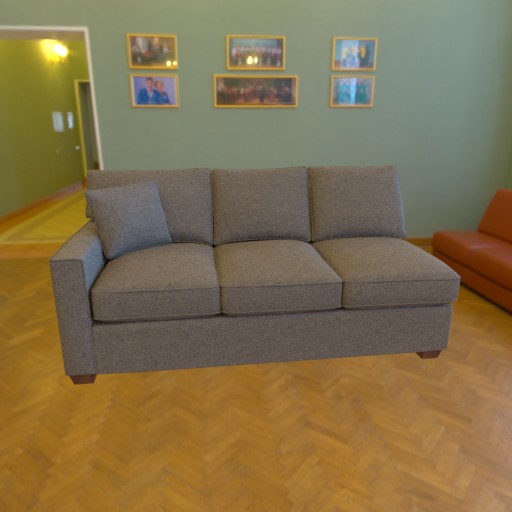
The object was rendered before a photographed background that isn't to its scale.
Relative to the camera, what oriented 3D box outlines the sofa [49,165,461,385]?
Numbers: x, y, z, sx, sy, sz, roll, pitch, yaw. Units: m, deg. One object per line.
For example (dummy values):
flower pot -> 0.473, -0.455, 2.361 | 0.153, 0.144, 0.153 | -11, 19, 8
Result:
sofa -> 0.000, 0.000, 2.551 | 1.963, 0.946, 1.034 | -2, 17, -7
